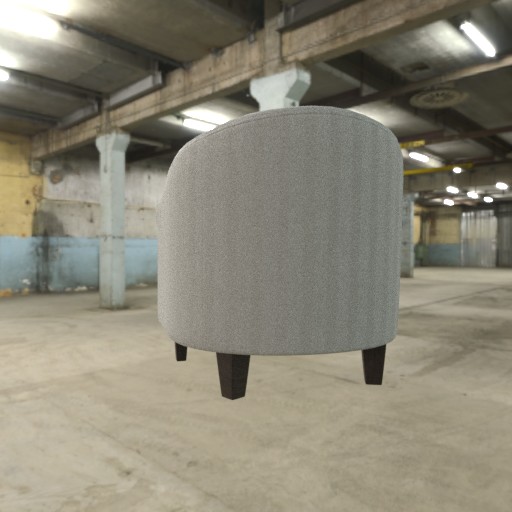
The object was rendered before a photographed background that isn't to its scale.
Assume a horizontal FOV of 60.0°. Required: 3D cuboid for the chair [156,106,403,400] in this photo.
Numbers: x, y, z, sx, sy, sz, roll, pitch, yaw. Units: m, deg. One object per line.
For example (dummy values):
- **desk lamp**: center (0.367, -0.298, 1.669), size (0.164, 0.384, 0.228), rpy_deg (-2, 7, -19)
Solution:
- **chair**: center (0.000, 0.000, 1.715), size (0.756, 0.757, 1.288), rpy_deg (0, 0, -18)
